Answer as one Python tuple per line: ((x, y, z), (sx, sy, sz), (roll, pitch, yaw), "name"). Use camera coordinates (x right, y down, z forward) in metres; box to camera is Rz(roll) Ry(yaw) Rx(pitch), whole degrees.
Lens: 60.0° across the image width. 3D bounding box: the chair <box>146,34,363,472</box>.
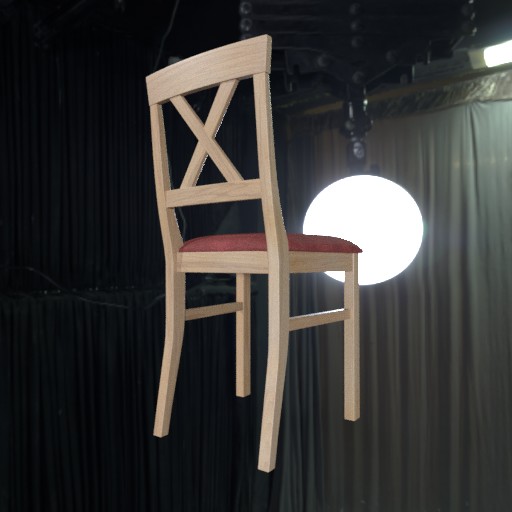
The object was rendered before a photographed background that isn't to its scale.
((0.000, 0.000, 1.206), (0.439, 0.912, 0.492), (-1, -1, 35), "chair")
